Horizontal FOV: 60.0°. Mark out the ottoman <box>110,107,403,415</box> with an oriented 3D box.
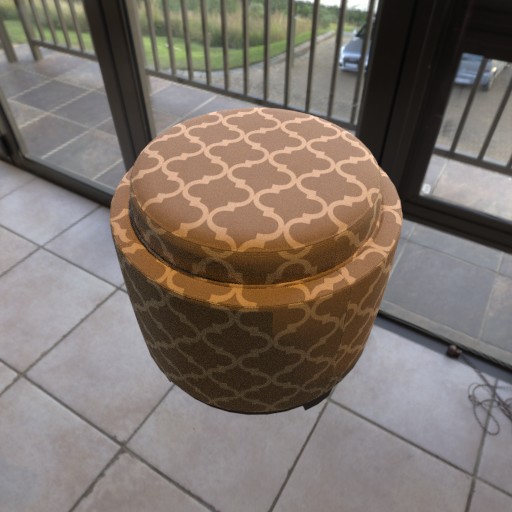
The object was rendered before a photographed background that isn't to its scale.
[{"bbox_3d":[0.000,0.000,0.832,0.480,0.429,0.480,0,45,0],"label":"ottoman"}]
